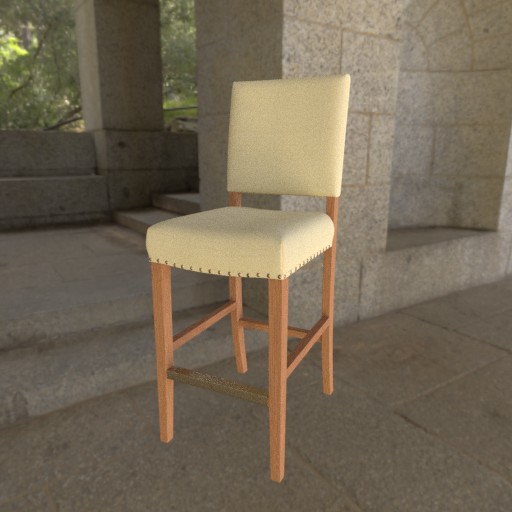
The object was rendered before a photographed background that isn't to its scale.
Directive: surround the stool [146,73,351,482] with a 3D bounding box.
[{"bbox_3d":[0.000,0.000,1.466,0.445,1.168,0.584,7,15,26],"label":"stool"}]
